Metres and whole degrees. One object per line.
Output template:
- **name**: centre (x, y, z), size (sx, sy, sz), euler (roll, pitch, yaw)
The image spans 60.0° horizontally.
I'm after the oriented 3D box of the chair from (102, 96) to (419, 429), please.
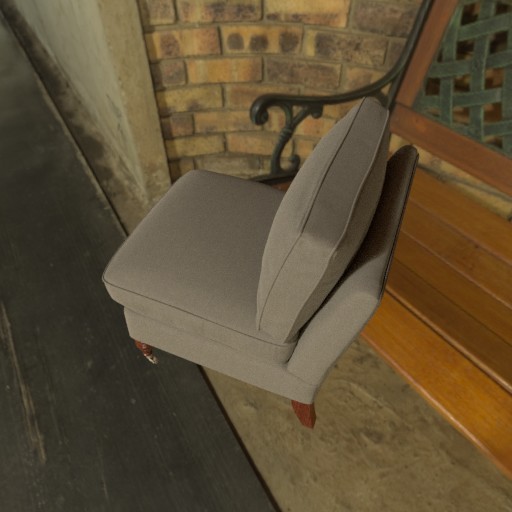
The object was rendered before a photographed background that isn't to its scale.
- **chair**: centre (0.000, 0.000, 1.665), size (0.924, 1.045, 0.724), euler (16, 50, 15)
